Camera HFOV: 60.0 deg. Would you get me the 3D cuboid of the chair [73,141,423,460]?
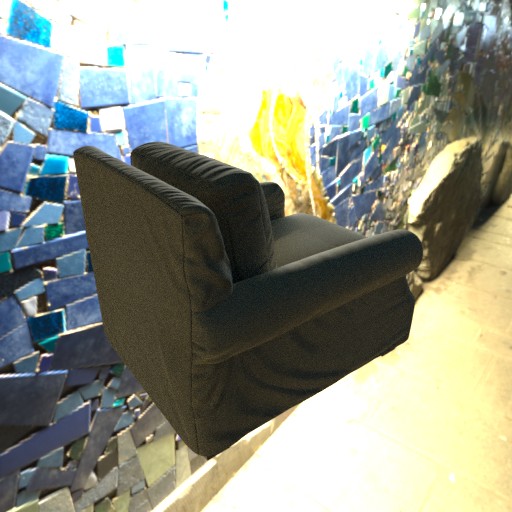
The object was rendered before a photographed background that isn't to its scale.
[{"bbox_3d":[0.000,0.000,1.714,1.066,0.866,0.940,-18,31,-33],"label":"chair"}]
